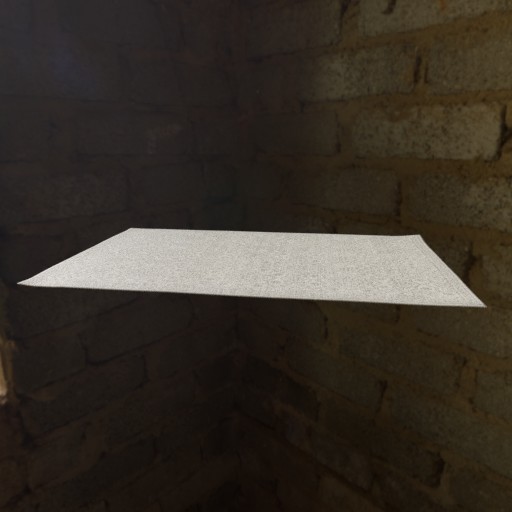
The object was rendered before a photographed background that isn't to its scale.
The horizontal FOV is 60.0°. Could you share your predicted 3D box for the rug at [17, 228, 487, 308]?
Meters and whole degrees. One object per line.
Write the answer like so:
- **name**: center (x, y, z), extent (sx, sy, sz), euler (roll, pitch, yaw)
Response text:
- **rug**: center (0.000, 0.000, 2.380), extent (1.947, 0.023, 1.214), euler (2, 16, 8)
